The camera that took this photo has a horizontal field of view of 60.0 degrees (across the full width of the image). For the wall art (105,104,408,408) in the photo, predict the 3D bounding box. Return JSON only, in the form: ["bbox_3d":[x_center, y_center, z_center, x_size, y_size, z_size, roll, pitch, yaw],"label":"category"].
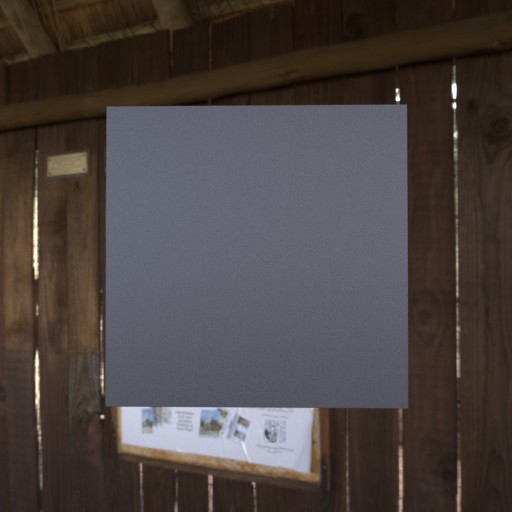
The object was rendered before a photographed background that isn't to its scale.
[{"bbox_3d":[0.000,0.000,0.762,0.507,0.507,0.038,0,-1,1],"label":"wall art"}]
